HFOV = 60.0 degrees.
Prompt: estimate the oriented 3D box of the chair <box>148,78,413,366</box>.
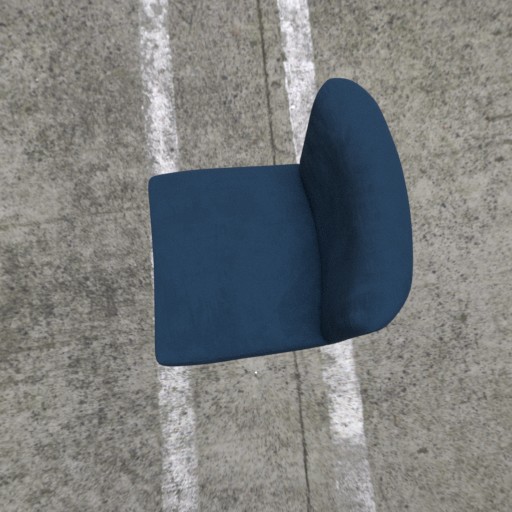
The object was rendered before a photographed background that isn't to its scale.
[{"bbox_3d":[0.000,0.000,1.177,0.560,0.824,0.530,-6,75,-1],"label":"chair"}]
